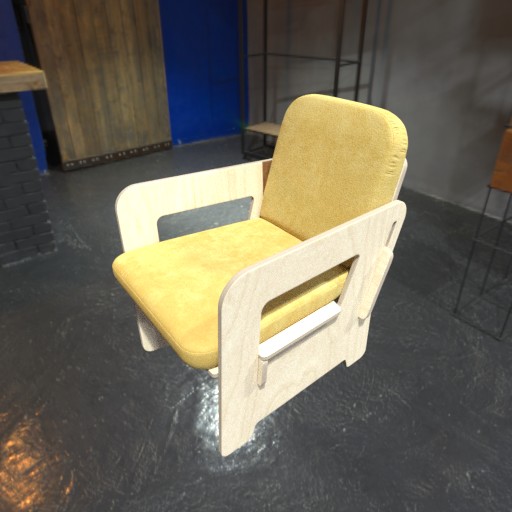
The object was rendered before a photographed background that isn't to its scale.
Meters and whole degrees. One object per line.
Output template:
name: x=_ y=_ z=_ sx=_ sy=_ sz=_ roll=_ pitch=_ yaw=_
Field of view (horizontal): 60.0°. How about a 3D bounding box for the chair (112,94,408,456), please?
chair: x=0.000 y=0.000 z=1.289 sx=0.710 sy=0.800 sz=0.590 roll=-20 pitch=36 yaw=-30
